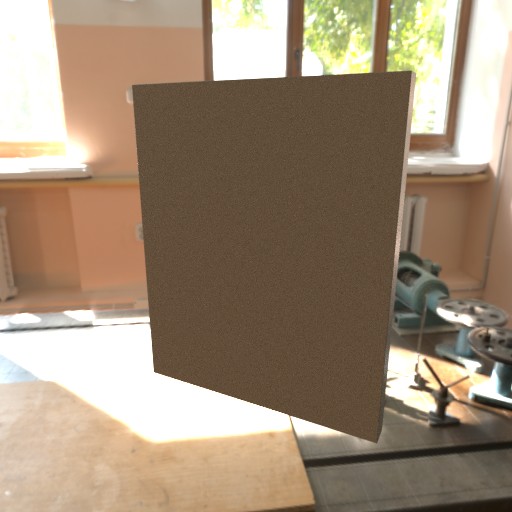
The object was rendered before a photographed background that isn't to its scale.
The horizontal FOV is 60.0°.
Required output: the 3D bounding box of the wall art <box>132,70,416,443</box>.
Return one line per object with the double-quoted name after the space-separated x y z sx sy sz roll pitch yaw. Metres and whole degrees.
0.000 0.000 0.740 0.452 0.549 0.038 9 19 26 "wall art"
